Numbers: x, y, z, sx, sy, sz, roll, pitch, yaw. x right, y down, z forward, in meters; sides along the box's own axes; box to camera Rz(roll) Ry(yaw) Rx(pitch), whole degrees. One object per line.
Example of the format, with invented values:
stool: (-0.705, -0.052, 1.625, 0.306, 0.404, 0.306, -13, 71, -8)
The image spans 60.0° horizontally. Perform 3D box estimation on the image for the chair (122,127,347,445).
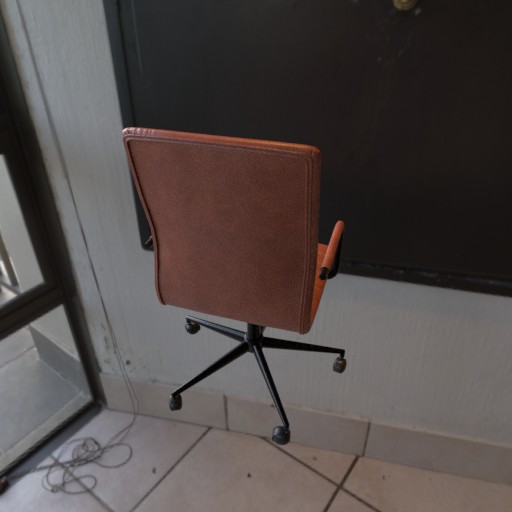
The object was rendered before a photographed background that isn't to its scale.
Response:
chair: (0.000, 0.000, 1.294, 0.600, 0.878, 0.578, 10, 34, 15)
